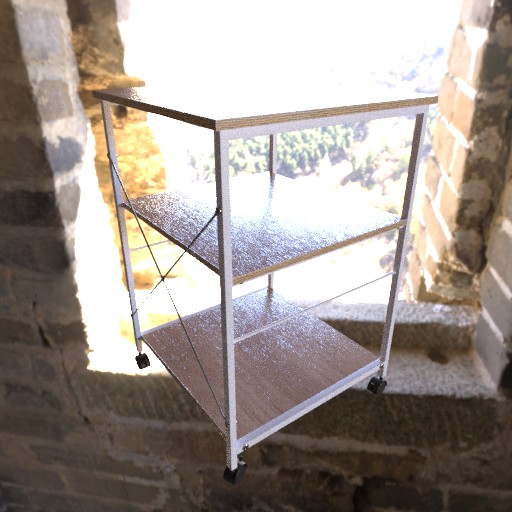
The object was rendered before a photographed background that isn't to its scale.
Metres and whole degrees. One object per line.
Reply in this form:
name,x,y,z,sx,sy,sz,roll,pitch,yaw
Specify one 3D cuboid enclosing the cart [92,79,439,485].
cart,0.000,0.000,1.096,0.520,0.762,0.521,-18,31,-32
